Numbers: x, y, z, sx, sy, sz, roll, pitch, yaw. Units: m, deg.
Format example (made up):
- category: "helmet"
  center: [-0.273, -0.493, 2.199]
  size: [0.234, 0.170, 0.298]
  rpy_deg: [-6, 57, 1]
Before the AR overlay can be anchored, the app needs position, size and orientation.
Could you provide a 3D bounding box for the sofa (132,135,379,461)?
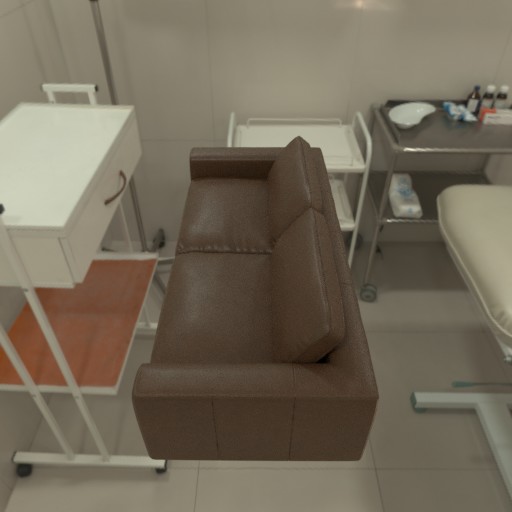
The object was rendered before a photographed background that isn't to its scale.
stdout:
- category: "sofa"
  center: [0.000, 0.000, 2.789]
  size: [1.070, 0.801, 2.262]
  rpy_deg: [0, 40, 0]
